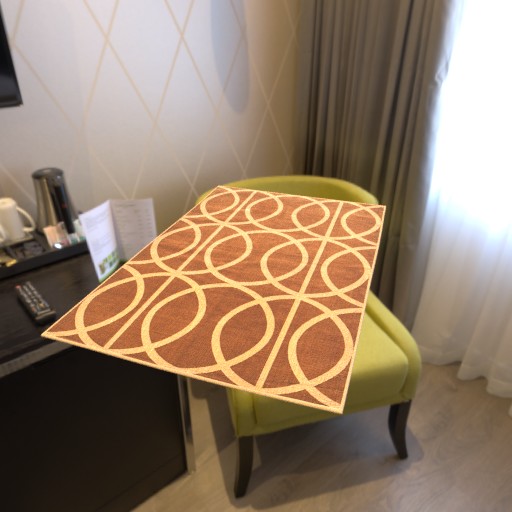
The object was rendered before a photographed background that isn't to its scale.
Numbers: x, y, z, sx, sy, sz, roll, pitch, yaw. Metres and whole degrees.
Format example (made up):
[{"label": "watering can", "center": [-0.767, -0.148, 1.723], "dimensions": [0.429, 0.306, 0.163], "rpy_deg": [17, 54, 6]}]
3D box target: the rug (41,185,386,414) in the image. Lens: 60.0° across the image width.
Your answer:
[{"label": "rug", "center": [0.000, 0.000, 2.952], "dimensions": [1.526, 0.014, 2.290], "rpy_deg": [9, 31, 16]}]
